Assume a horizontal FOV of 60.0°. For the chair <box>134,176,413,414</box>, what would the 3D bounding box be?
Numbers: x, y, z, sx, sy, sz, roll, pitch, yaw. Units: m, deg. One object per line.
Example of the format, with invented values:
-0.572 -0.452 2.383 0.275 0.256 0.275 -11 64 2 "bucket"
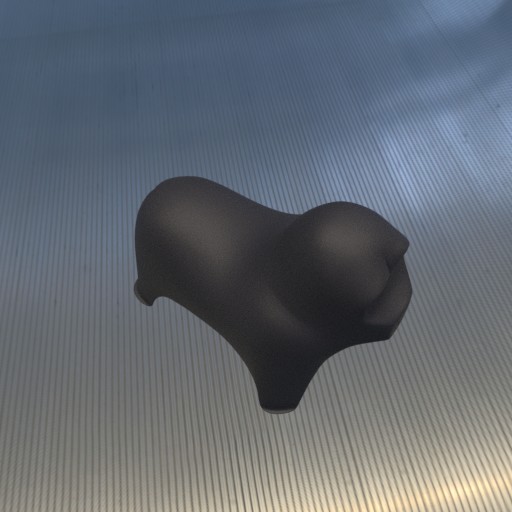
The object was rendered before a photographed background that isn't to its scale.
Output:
0.000 0.000 1.133 0.758 0.600 0.490 30 63 18 "chair"
